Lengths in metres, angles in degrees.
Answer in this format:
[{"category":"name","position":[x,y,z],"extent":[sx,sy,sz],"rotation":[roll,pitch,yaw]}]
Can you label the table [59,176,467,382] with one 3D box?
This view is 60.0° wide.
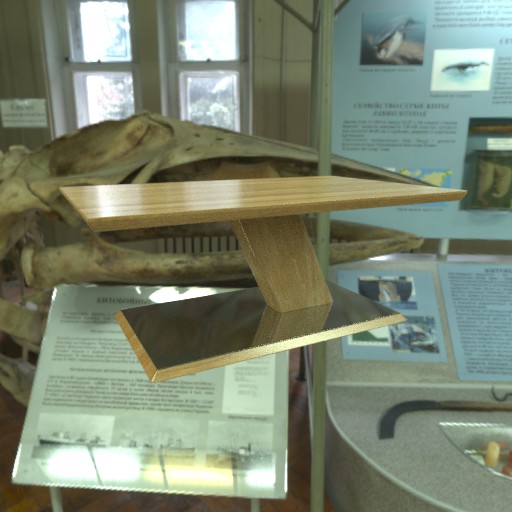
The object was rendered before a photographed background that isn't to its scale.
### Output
[{"category":"table","position":[0.000,0.000,1.461],"extent":[1.100,0.441,0.692],"rotation":[-7,16,-27]}]
